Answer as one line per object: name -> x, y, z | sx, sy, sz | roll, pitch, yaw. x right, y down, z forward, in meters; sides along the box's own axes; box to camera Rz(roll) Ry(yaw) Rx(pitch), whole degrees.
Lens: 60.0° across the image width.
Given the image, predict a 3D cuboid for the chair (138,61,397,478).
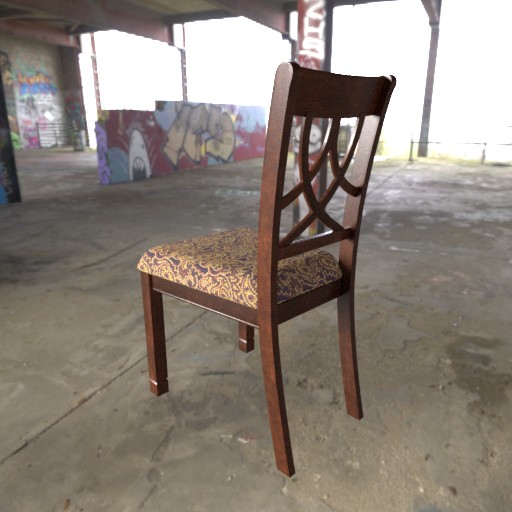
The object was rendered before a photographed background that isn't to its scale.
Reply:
chair -> 0.000, 0.000, 1.281 | 0.457, 0.965, 0.584 | -16, 24, -42
